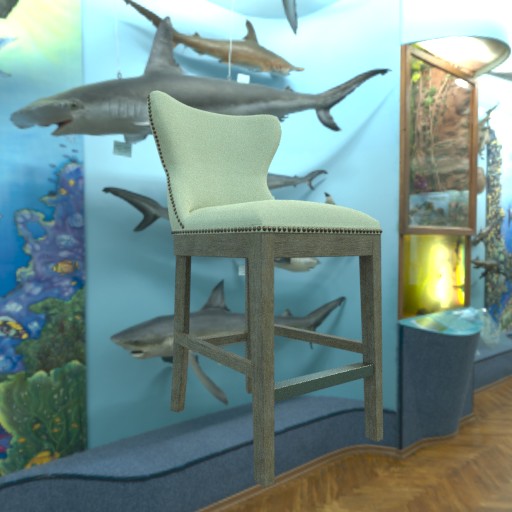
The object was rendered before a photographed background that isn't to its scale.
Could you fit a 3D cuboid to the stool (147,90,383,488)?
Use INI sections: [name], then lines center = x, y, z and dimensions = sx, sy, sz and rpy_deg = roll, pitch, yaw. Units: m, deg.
[stool]
center = 0.000, 0.000, 1.299
dimensions = 0.498, 0.981, 0.608
rpy_deg = -1, 2, -36
